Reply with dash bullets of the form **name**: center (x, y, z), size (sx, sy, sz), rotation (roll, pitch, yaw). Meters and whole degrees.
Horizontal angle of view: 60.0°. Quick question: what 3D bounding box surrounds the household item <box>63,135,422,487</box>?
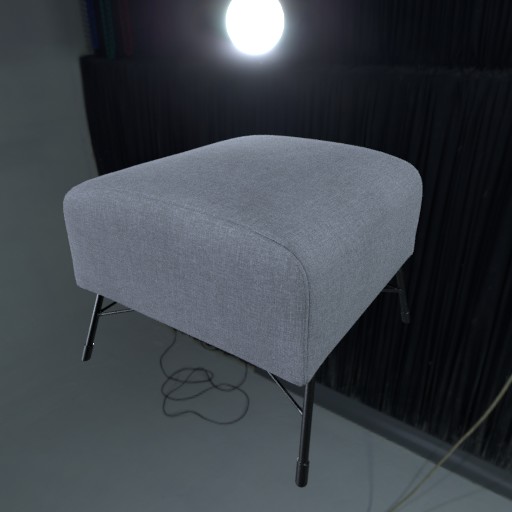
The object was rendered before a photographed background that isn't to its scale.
- **household item**: center (0.000, 0.000, 0.896), size (0.530, 0.410, 0.530), rotation (17, 31, 30)
